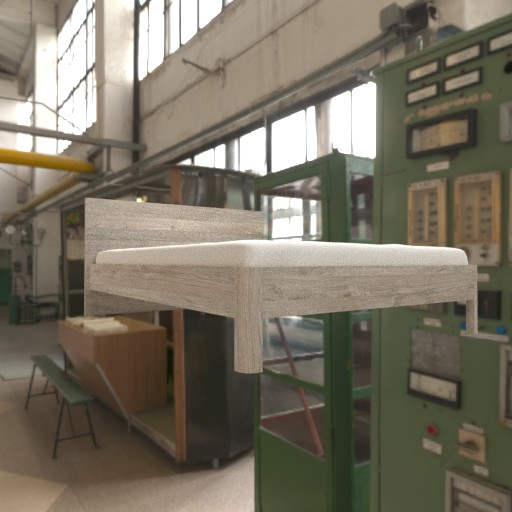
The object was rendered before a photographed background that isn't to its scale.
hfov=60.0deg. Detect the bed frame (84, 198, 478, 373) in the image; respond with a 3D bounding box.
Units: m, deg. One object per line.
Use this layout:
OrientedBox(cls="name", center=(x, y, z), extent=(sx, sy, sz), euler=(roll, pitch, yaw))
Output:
OrientedBox(cls="bed frame", center=(0.000, 0.000, 2.649), extent=(1.490, 0.800, 1.950), euler=(0, -1, -35))
